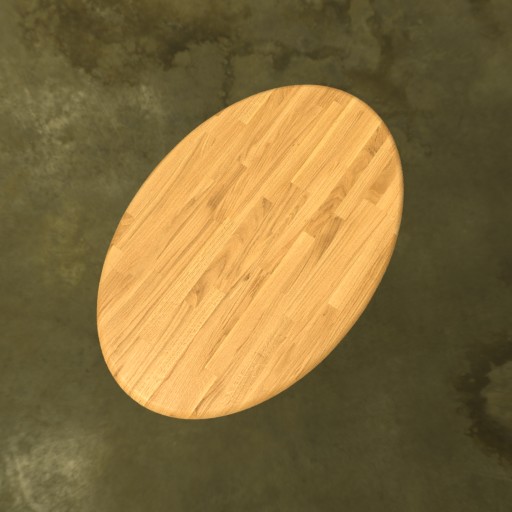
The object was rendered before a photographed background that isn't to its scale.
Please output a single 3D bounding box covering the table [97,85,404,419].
[{"bbox_3d":[0.000,0.000,1.418,0.690,0.490,1.040,35,78,8],"label":"table"}]
